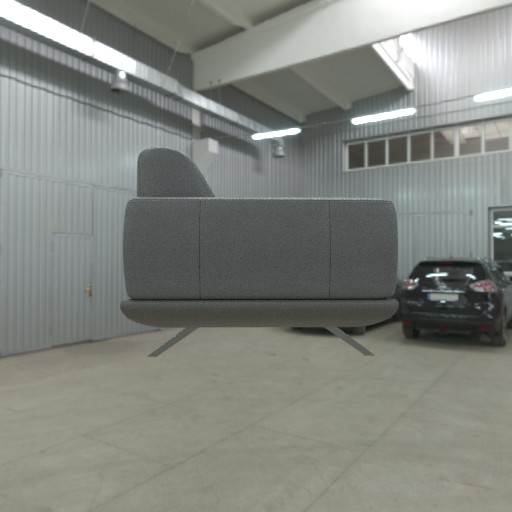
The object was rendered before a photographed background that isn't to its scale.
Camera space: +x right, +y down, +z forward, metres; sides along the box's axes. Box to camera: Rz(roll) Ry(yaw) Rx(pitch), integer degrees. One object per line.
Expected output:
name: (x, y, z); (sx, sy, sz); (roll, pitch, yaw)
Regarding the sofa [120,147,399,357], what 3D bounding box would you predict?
sofa: (0.000, 0.000, 2.321); (0.900, 0.772, 1.901); (0, -1, -1)
